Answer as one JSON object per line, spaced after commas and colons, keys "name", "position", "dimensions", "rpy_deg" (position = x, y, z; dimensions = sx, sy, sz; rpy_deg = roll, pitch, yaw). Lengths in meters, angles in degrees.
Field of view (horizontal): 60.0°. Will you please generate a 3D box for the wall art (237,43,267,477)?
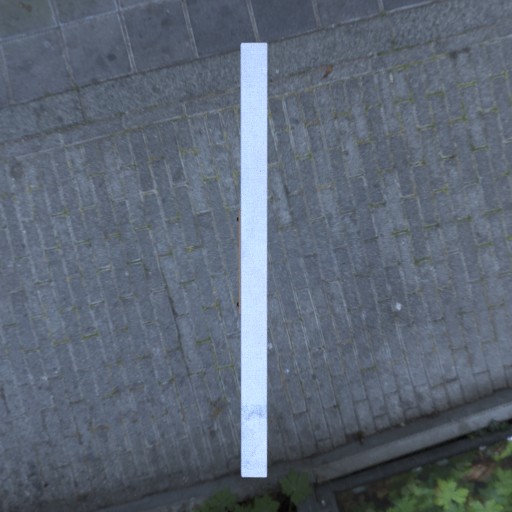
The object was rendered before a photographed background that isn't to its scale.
{"name": "wall art", "position": [0.000, 0.000, 0.918], "dimensions": [0.044, 0.605, 0.605], "rpy_deg": [0, 92, 1]}
